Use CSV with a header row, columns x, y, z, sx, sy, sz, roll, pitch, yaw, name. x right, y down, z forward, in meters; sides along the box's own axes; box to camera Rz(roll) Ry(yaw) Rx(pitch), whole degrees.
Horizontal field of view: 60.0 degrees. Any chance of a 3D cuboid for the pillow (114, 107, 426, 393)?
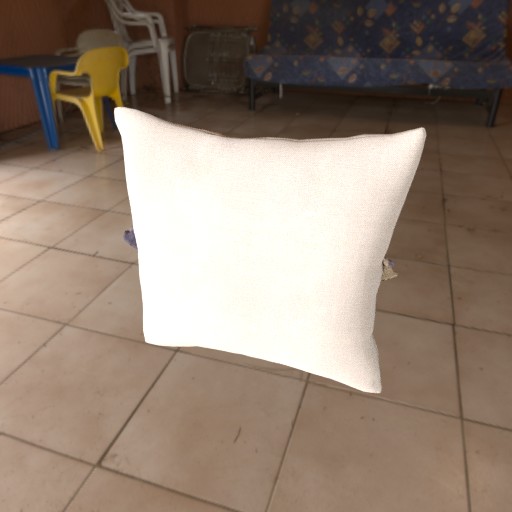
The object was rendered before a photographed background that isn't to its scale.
x,y,z,sx,sy,sz,roll,pitch,yaw,name
0.000,0.000,0.769,0.489,0.481,0.165,9,31,15,pillow
